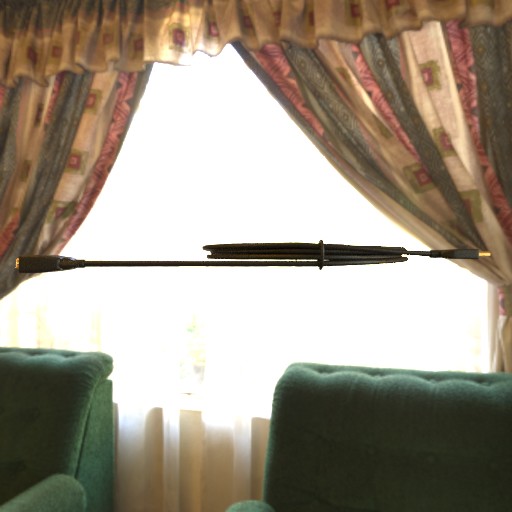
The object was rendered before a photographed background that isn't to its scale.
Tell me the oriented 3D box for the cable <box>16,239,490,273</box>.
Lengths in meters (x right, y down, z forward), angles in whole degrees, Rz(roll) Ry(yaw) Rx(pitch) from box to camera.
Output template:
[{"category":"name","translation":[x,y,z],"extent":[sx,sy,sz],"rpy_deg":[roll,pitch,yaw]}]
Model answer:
[{"category":"cable","translation":[0.000,0.000,0.510],"extent":[0.422,0.030,0.257],"rpy_deg":[0,0,-1]}]
